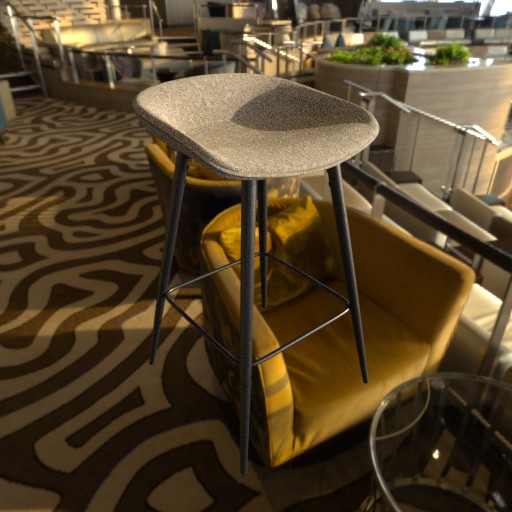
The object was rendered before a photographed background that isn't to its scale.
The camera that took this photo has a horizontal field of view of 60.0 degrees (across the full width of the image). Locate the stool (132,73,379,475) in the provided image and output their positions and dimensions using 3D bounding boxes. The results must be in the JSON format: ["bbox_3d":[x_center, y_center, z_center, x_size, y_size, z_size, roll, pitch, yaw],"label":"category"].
[{"bbox_3d":[0.000,0.000,1.126,0.469,0.814,0.480,-23,37,-33],"label":"stool"}]
